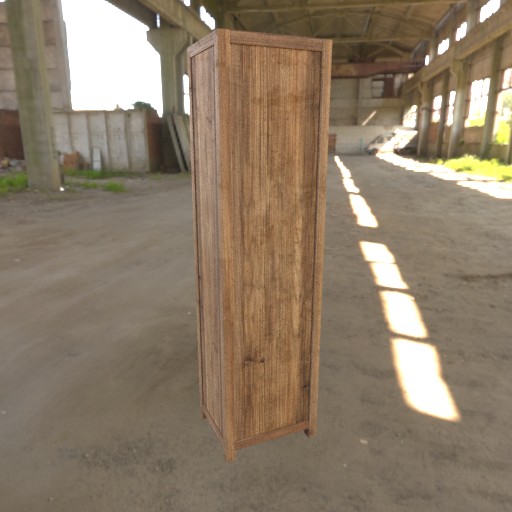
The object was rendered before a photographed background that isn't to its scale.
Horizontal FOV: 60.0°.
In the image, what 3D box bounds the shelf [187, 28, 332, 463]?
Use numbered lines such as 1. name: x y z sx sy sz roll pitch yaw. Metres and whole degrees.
1. shelf: 0.000 0.000 2.167 0.500 1.900 0.428 -7 17 -23
